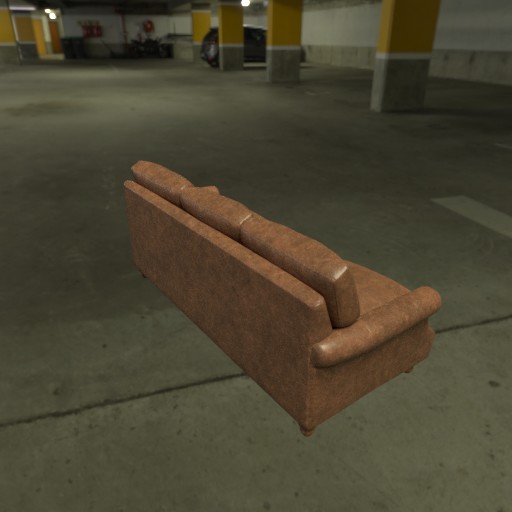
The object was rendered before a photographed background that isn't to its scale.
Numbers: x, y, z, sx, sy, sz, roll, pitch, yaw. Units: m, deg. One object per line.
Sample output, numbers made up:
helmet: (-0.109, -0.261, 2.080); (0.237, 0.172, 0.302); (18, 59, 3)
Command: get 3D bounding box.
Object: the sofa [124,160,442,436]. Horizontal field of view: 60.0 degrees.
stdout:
sofa: (0.000, 0.000, 2.989); (0.973, 0.977, 2.351); (-18, 31, -32)
